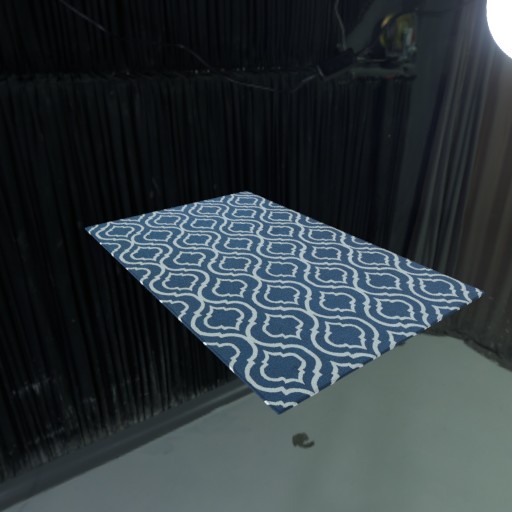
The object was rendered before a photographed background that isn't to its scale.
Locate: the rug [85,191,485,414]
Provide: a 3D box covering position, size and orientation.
[{"bbox_3d":[0.000,0.000,2.218,1.143,0.010,1.753,-18,31,-32],"label":"rug"}]
